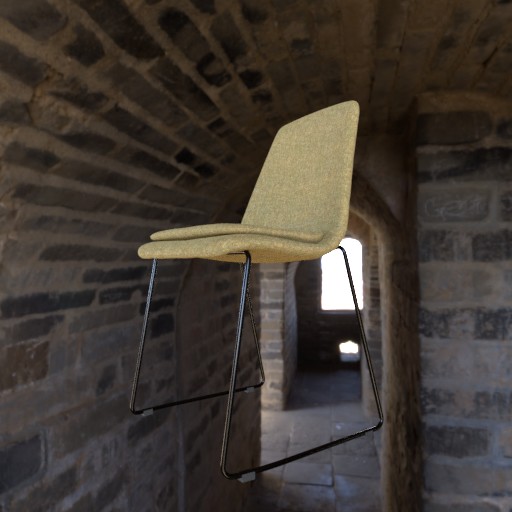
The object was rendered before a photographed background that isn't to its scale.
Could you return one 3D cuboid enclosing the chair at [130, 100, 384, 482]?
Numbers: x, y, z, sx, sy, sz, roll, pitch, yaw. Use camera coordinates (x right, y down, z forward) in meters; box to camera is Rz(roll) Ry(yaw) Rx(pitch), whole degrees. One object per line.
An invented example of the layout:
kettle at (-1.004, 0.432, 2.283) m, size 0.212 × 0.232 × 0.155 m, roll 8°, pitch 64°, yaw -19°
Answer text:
chair at (0.000, 0.000, 1.138) m, size 0.496 × 0.849 × 0.479 m, roll 1°, pitch -1°, yaw -37°
